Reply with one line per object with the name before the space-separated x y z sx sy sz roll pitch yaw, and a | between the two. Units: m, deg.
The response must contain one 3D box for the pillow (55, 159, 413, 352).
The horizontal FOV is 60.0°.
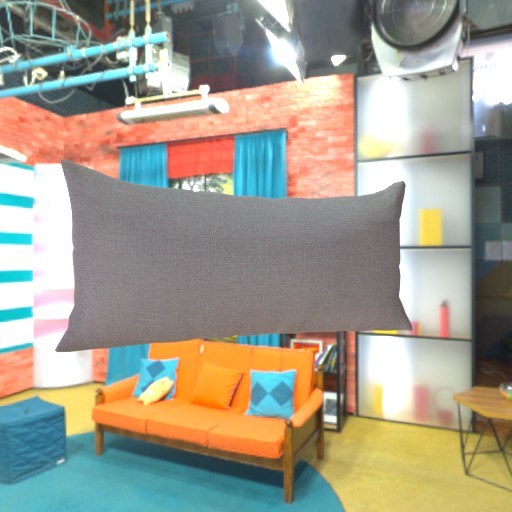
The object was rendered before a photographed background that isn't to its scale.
pillow | 0.000 0.000 0.759 0.631 0.290 0.148 0 0 -18
